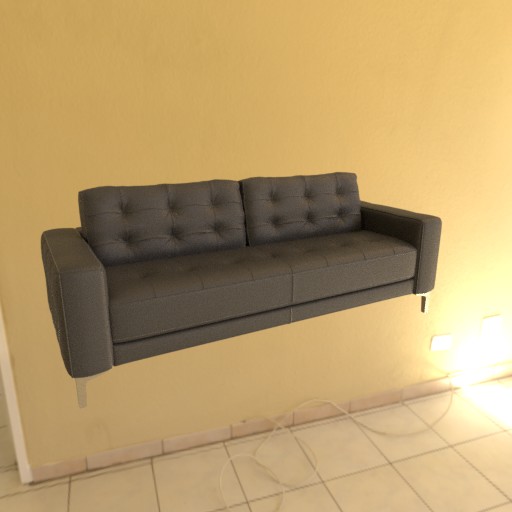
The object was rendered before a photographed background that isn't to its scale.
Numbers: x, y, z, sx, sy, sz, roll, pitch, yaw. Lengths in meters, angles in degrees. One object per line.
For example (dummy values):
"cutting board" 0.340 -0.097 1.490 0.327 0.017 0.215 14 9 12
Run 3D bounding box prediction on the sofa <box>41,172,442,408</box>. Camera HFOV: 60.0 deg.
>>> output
"sofa" 0.000 0.000 2.655 2.275 0.893 0.833 -9 18 -27
